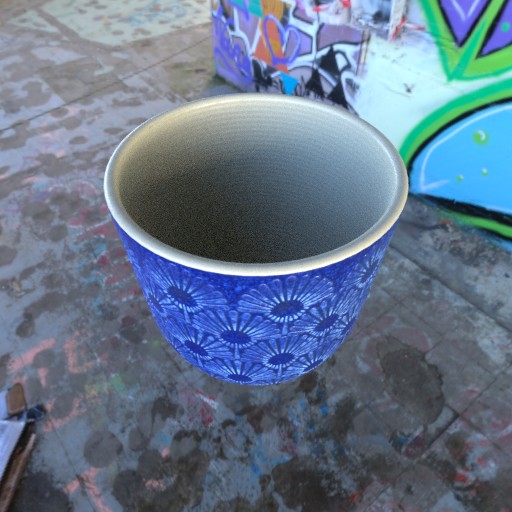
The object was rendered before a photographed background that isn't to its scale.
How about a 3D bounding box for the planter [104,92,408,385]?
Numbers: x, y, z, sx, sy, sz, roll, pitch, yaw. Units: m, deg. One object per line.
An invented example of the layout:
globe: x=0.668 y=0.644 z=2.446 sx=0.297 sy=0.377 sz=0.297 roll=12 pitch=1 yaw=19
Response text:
planter: x=0.000 y=0.000 z=0.375 sx=0.206 sy=0.190 sz=0.206 roll=0 pitch=46 yaw=0
